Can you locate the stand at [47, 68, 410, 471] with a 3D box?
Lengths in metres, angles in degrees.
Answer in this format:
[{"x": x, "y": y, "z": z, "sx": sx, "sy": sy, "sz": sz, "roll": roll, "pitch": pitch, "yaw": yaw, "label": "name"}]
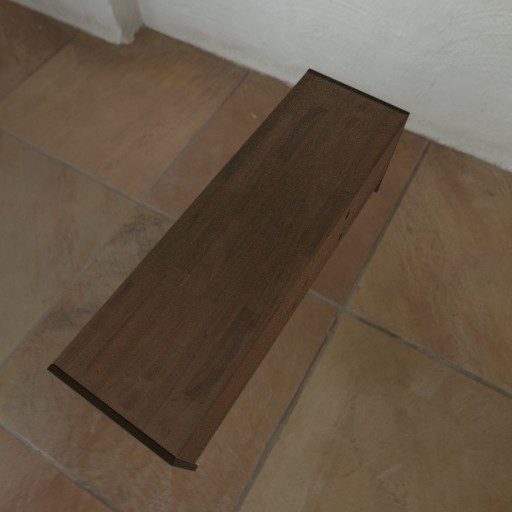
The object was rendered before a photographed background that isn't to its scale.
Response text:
[{"x": 0.000, "y": 0.000, "z": 1.709, "sx": 0.454, "sy": 0.506, "sz": 1.480, "roll": 30, "pitch": 67, "yaw": 15, "label": "stand"}]
